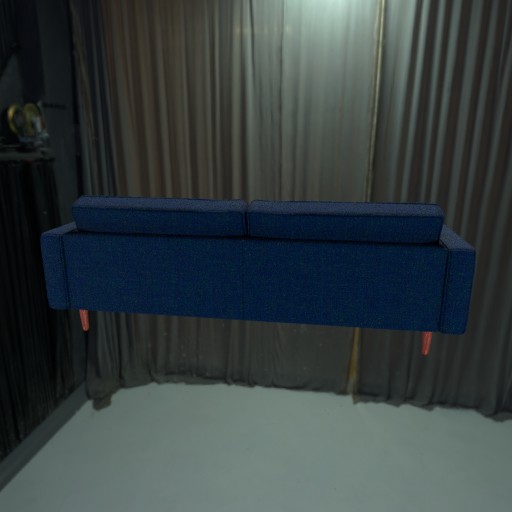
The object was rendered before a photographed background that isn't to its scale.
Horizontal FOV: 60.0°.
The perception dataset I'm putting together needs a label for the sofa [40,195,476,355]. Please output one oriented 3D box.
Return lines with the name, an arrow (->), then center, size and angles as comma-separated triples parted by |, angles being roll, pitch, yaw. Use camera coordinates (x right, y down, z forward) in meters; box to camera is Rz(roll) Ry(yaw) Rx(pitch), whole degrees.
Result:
sofa -> 0.000, 0.000, 2.673 | 2.210, 0.762, 0.914 | 2, 16, 9
